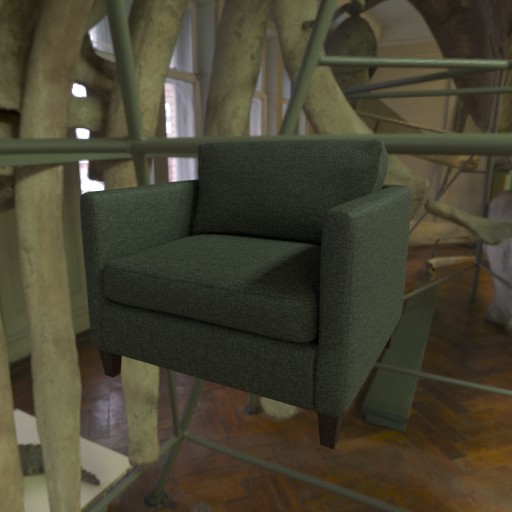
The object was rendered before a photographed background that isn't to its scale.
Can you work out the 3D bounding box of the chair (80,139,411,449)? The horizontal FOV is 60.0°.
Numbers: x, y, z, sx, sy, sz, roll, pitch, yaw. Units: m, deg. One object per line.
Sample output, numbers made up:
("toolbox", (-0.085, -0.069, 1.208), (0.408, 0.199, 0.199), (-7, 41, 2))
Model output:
("chair", (0.000, 0.000, 1.882), (1.107, 0.963, 0.959), (7, 16, 27))
